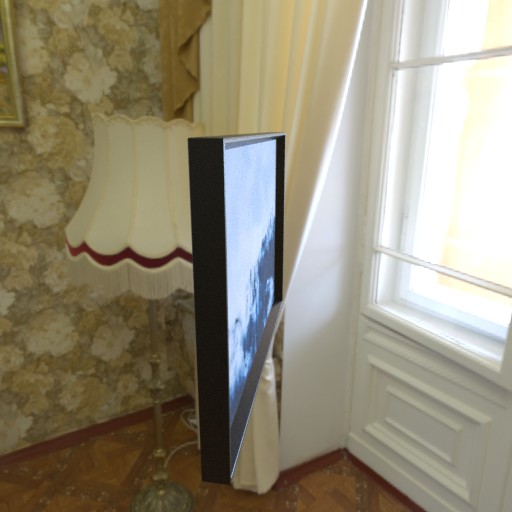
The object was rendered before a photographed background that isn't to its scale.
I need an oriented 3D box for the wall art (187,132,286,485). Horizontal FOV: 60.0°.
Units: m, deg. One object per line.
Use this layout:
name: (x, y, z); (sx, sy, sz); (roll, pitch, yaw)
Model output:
wall art: (0.000, 0.000, 1.205); (0.058, 0.640, 0.939); (3, 16, 9)
